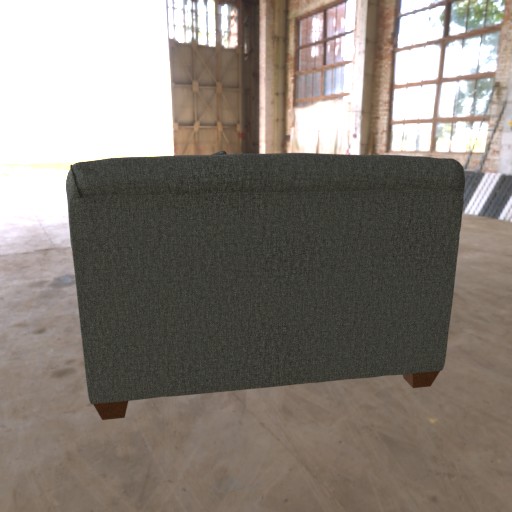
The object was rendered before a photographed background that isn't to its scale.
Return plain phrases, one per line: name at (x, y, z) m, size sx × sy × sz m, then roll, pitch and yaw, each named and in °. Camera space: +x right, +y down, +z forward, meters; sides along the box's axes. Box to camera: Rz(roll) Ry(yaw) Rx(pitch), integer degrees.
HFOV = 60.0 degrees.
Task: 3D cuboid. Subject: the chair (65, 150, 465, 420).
chair at (0.000, 0.000, 2.026) m, size 1.383 × 0.948 × 1.000 m, roll -3°, pitch 15°, yaw -10°
